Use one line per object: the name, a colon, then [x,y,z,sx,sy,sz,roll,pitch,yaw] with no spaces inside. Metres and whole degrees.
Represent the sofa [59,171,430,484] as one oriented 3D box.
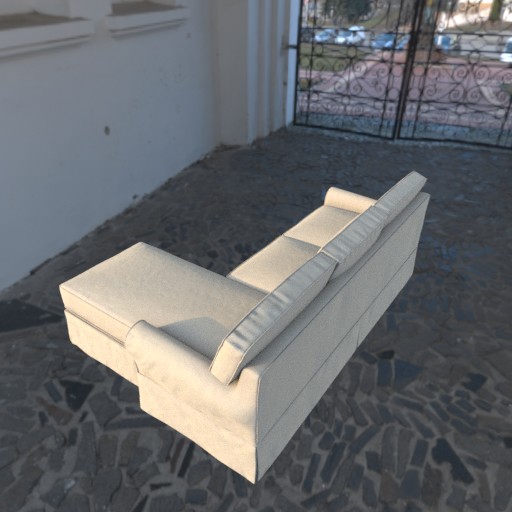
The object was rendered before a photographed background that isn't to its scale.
sofa: [0.000,0.000,3.294,1.733,0.978,2.475,21,38,30]
